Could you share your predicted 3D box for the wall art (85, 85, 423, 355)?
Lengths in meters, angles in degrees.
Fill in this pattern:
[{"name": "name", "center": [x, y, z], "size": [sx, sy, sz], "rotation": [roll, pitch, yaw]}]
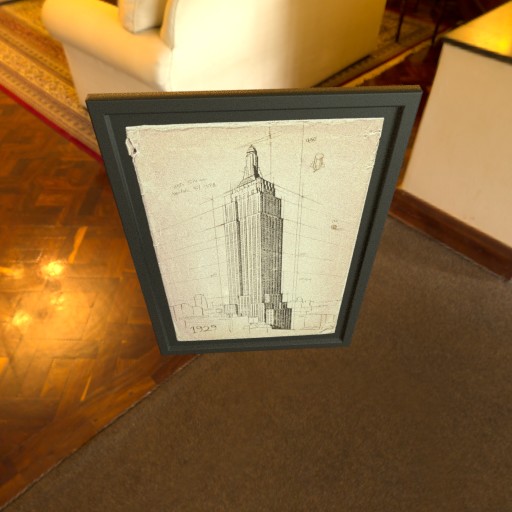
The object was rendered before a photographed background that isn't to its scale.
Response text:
[{"name": "wall art", "center": [0.000, 0.000, 0.558], "size": [0.303, 0.431, 0.013], "rotation": [-2, 47, -2]}]
